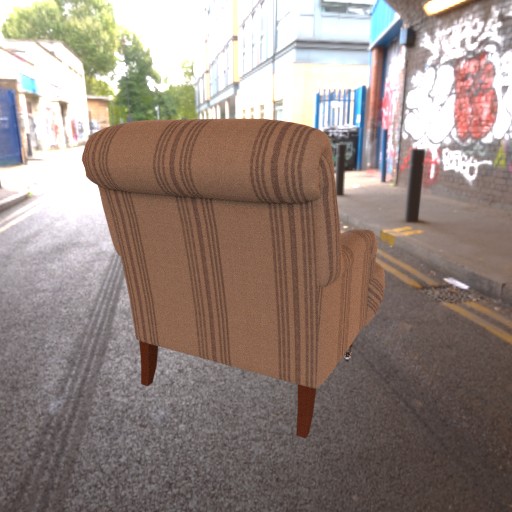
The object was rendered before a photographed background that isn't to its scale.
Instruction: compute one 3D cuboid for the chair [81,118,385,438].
[{"bbox_3d":[0.000,0.000,1.617,0.813,0.940,0.914,8,18,26],"label":"chair"}]
